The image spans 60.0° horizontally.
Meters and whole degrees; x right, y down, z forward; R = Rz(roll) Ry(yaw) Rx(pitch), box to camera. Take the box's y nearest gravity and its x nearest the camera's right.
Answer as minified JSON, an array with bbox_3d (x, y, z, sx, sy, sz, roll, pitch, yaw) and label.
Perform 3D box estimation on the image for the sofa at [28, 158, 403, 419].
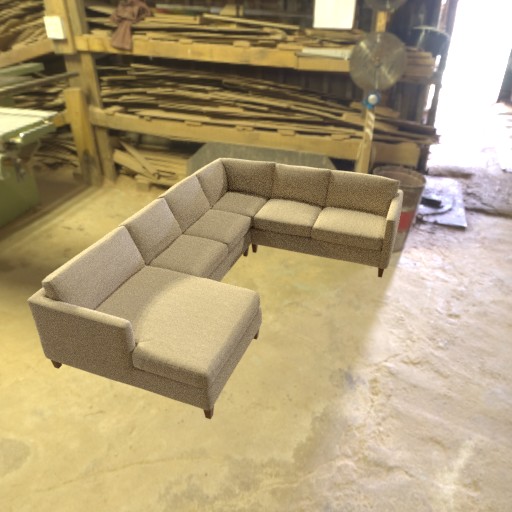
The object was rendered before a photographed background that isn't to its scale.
[{"bbox_3d":[0.000,0.000,4.578,2.594,0.961,3.460,11,32,18],"label":"sofa"}]
